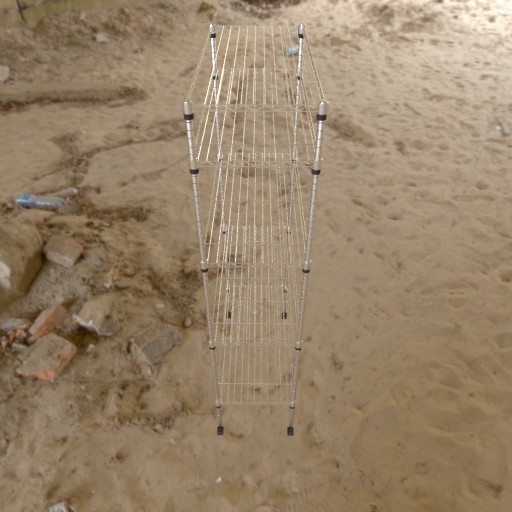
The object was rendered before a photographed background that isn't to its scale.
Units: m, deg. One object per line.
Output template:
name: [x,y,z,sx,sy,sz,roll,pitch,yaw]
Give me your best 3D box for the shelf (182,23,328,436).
shelf: [0.000,0.000,1.847,0.356,1.587,0.762,0,41,0]
